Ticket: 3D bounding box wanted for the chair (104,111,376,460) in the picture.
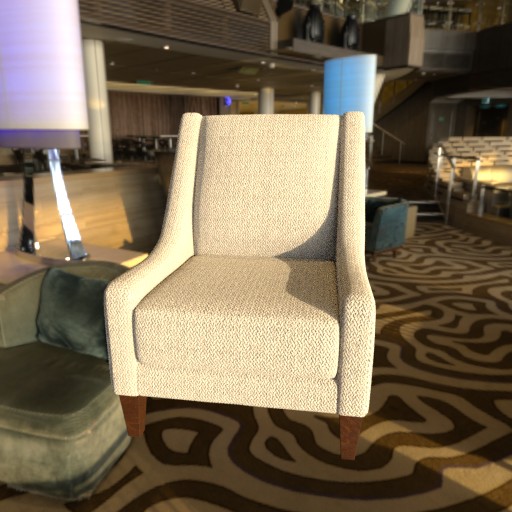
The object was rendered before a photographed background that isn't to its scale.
[{"bbox_3d":[0.000,0.000,1.579,0.774,1.014,0.870,2,15,9],"label":"chair"}]
